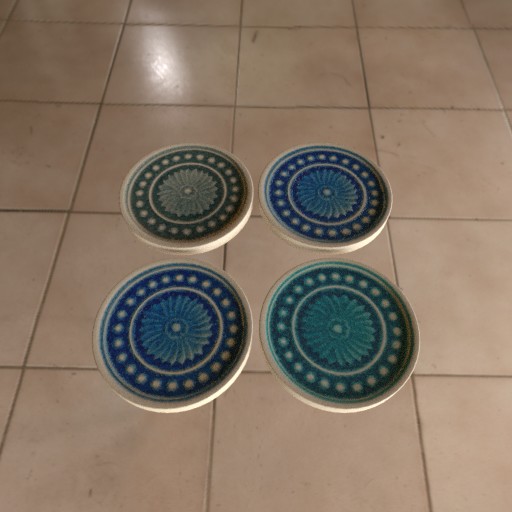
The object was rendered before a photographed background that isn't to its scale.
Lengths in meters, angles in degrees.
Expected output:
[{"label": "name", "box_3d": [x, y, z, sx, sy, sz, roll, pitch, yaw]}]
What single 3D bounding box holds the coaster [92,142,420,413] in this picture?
[{"label": "coaster", "box_3d": [0.000, 0.000, 0.333, 0.220, 0.010, 0.224, 0, 60, 0]}]
